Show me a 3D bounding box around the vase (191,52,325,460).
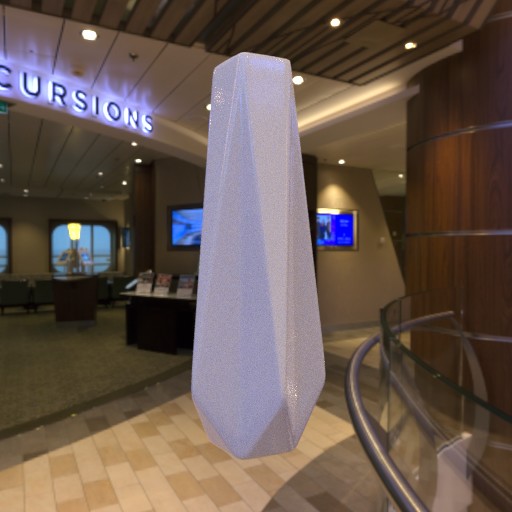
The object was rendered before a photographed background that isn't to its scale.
[{"bbox_3d":[0.000,0.000,0.398,0.122,0.329,0.116,0,1,15],"label":"vase"}]
